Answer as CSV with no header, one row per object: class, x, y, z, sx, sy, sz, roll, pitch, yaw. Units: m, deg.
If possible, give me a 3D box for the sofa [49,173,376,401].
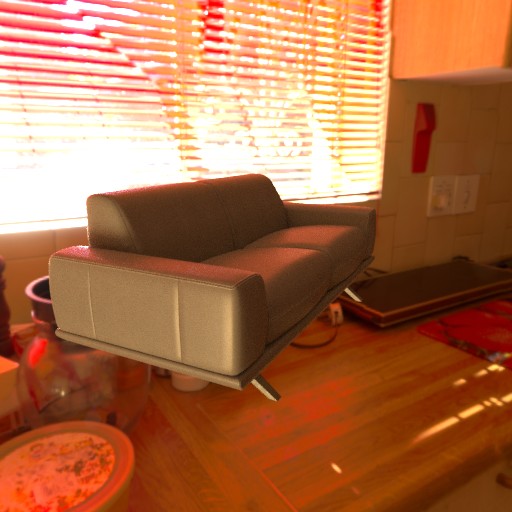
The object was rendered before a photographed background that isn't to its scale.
sofa,0.000,0.000,2.380,0.900,0.772,1.901,7,16,27
